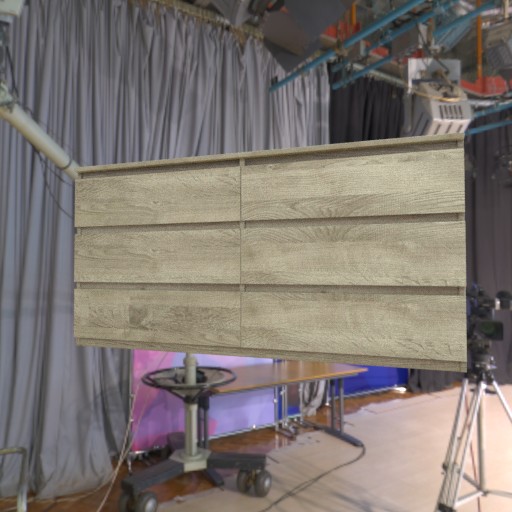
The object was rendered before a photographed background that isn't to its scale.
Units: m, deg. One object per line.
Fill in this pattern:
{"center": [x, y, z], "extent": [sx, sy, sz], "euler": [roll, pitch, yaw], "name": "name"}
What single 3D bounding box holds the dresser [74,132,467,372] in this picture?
{"center": [0.000, 0.000, 1.893], "extent": [1.590, 0.795, 0.390], "euler": [-1, -2, 19], "name": "dresser"}
